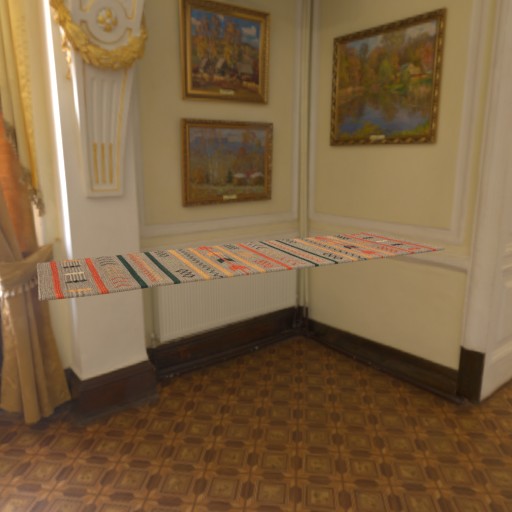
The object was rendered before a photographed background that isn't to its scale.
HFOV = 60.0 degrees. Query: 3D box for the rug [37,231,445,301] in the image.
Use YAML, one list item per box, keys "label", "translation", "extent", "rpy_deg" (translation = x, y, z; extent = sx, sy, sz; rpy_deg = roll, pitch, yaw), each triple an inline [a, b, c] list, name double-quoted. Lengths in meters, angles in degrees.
- label: "rug"
  translation: [0.000, 0.000, 2.722]
  extent: [2.419, 0.022, 0.744]
  rpy_deg: [-6, 14, -25]
